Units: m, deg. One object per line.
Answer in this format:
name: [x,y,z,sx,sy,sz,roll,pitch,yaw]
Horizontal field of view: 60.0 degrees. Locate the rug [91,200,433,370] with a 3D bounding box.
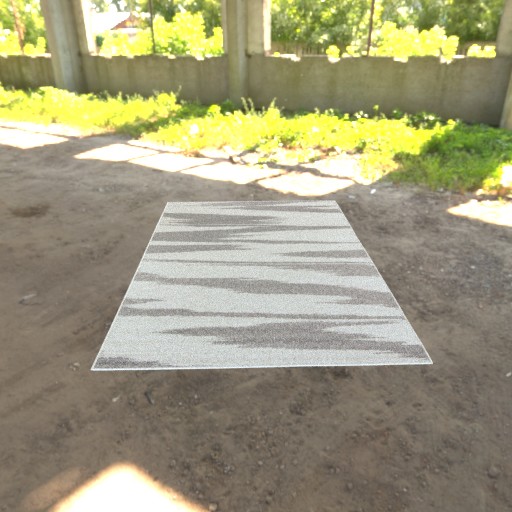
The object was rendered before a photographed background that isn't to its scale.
rug: [0.000,0.000,2.399,1.225,0.008,1.827,-1,26,-2]
